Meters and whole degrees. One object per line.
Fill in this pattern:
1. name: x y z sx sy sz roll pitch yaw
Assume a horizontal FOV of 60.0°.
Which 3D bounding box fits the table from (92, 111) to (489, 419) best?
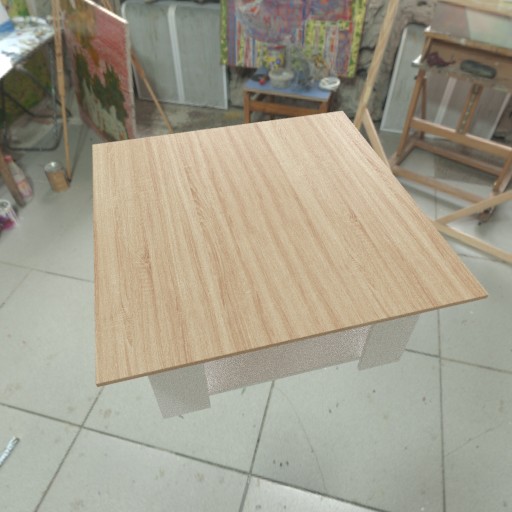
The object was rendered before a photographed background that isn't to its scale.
1. table: 0.000 0.000 1.052 0.670 0.305 0.670 -11 47 -10
